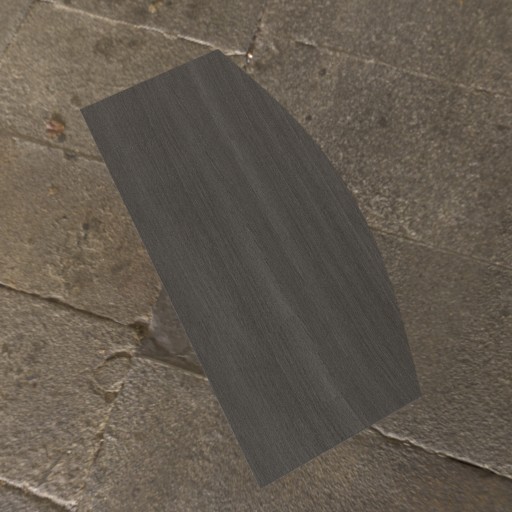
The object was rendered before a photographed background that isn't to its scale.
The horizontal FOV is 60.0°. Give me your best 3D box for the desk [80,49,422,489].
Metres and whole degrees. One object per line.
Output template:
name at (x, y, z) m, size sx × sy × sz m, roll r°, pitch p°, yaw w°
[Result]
desk at (0.000, 0.000, 2.052) m, size 0.802 × 0.750 × 1.600 m, roll -27°, pitch 77°, yaw -7°
